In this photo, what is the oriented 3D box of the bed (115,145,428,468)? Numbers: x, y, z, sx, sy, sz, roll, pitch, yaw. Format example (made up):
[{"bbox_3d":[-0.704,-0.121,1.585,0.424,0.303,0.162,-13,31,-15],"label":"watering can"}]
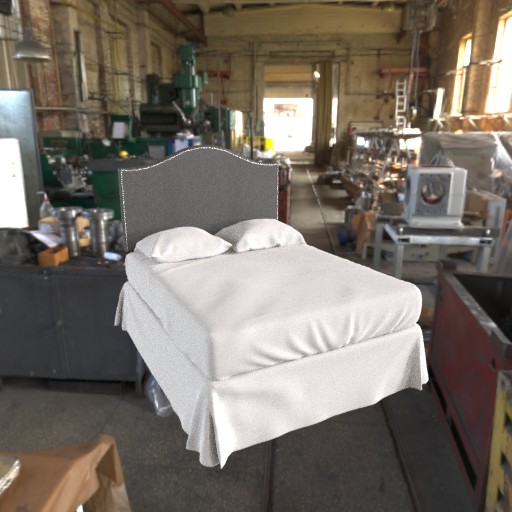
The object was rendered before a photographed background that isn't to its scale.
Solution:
[{"bbox_3d":[0.000,0.000,3.473,1.876,1.645,2.221,-8,18,-27],"label":"bed"}]
